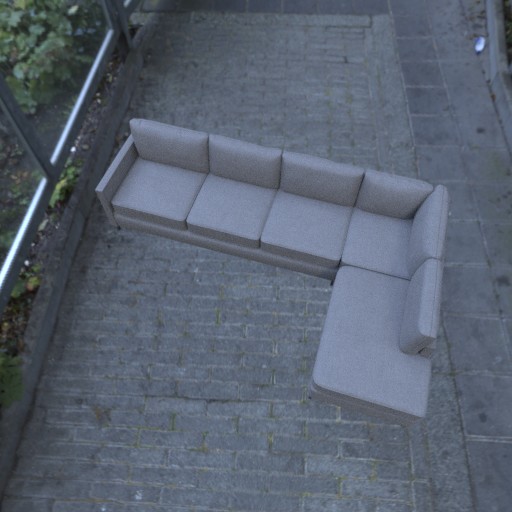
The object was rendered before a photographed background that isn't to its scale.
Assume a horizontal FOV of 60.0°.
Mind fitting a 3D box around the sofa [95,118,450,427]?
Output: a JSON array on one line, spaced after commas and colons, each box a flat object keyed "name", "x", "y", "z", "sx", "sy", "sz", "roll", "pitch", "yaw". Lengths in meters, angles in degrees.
[{"name": "sofa", "x": 0.000, "y": 0.000, "z": 4.163, "sx": 3.331, "sy": 0.964, "sz": 2.077, "roll": 15, "pitch": 59, "yaw": 9}]
